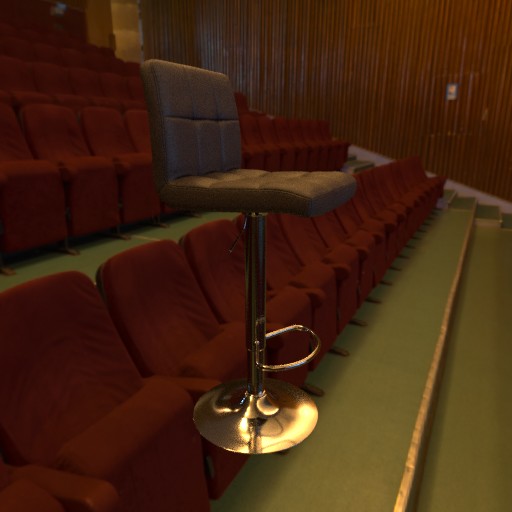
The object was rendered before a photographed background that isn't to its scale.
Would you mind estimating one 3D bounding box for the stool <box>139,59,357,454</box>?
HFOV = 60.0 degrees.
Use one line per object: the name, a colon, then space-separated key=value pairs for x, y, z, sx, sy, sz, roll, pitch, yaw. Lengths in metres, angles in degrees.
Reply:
stool: x=0.000 y=0.000 z=1.371 sx=0.505 sy=1.115 sz=0.430 roll=8 pitch=17 yaw=26
